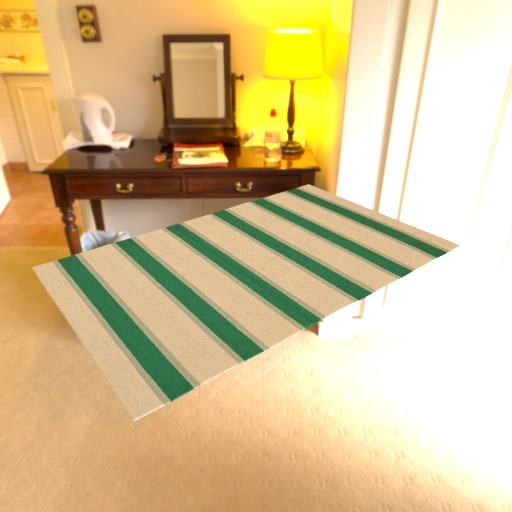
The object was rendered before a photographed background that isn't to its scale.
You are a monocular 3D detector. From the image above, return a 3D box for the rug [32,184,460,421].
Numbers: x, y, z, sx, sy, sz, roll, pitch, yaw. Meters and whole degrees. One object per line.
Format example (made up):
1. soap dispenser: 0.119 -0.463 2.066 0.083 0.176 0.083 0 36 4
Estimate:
1. rug: 0.000 0.000 2.951 2.436 0.015 1.521 -21 36 -32
